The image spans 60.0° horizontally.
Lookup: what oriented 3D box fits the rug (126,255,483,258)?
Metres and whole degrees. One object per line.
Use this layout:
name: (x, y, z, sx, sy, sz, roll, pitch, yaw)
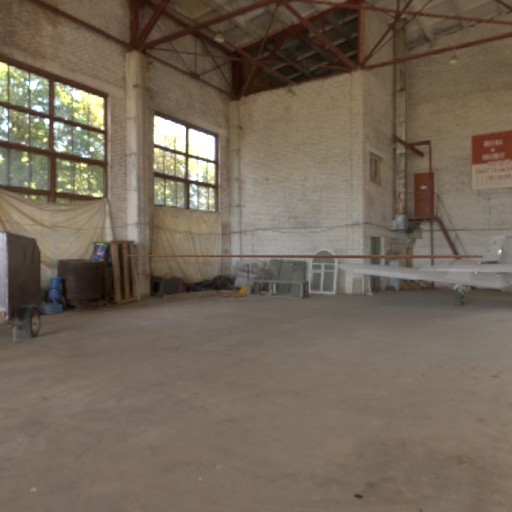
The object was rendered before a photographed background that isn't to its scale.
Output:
rug: (0.000, 0.000, 2.761, 0.769, 0.012, 2.448, 0, 0, -37)
